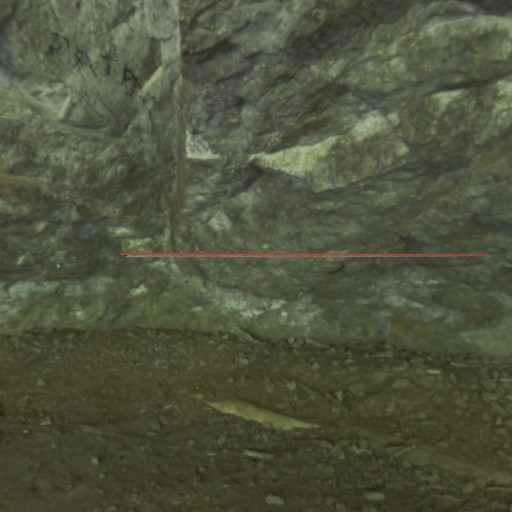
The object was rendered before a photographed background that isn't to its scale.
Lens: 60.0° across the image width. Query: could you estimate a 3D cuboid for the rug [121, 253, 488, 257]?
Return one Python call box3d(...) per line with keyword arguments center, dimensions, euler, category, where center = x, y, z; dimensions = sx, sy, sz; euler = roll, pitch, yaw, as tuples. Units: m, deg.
box3d(center=(0.000, 0.000, 4.130), dimensions=(2.387, 0.013, 3.053), euler=(0, 0, -17), category="rug")
